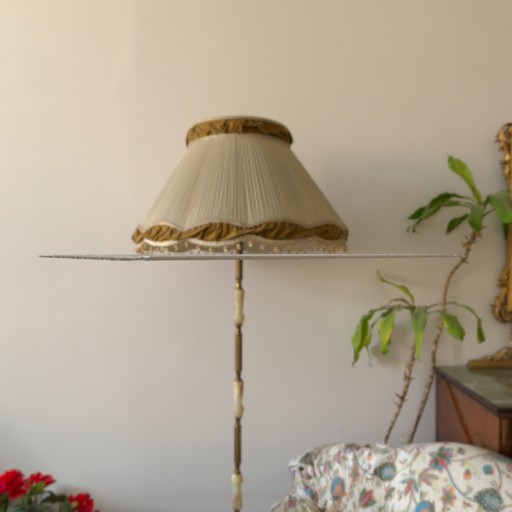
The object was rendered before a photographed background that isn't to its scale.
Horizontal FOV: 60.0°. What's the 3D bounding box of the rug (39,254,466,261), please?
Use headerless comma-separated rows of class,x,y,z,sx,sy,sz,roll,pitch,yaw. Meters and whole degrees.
rug,0.000,0.000,2.293,1.872,0.013,1.243,0,1,-36
